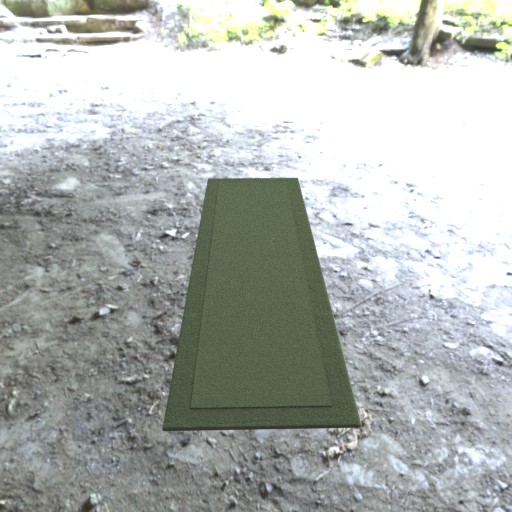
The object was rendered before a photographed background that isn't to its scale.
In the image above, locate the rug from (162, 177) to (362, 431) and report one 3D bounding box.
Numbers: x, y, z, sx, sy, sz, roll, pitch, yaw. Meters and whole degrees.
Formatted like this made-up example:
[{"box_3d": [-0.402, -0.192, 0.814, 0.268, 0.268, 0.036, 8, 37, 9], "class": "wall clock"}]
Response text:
[{"box_3d": [0.000, 0.000, 2.701, 0.759, 0.012, 2.430, -1, 33, -1], "class": "rug"}]
